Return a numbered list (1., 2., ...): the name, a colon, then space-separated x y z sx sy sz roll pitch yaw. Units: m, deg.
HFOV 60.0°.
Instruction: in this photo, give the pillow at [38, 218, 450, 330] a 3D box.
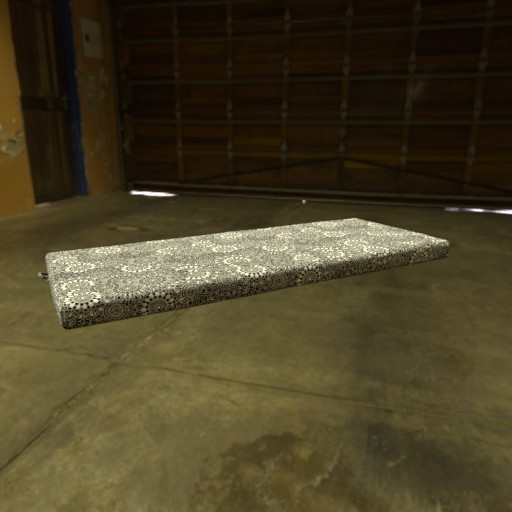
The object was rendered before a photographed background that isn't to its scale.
1. pillow: 0.000 0.000 1.349 1.187 0.081 0.492 -8 18 -27
